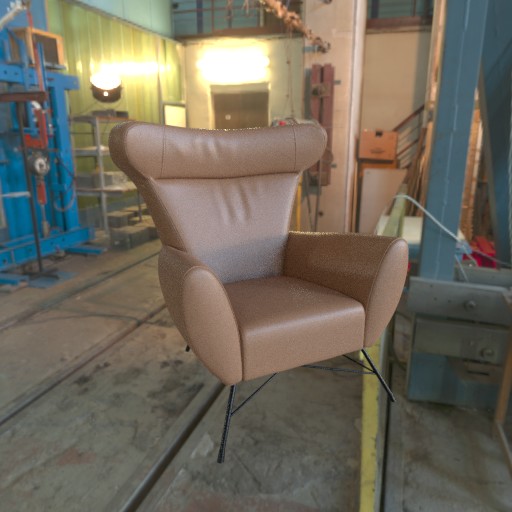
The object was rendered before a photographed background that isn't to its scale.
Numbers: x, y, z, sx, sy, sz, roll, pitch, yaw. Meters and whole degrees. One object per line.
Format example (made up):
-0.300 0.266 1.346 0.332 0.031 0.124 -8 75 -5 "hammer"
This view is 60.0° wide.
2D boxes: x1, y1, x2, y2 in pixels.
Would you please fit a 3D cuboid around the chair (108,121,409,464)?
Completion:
0.000 0.000 1.798 0.980 1.050 0.900 -8 17 -26 "chair"
